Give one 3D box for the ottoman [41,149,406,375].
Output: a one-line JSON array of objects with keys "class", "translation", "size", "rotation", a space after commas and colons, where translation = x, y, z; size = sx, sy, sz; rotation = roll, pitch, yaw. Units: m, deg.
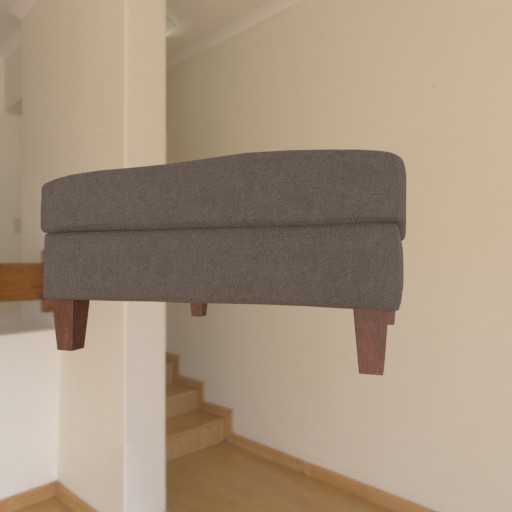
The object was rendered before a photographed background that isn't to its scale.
[{"class": "ottoman", "translation": [0.000, 0.000, 1.370], "size": [0.881, 0.482, 0.861], "rotation": [0, -1, 19]}]
